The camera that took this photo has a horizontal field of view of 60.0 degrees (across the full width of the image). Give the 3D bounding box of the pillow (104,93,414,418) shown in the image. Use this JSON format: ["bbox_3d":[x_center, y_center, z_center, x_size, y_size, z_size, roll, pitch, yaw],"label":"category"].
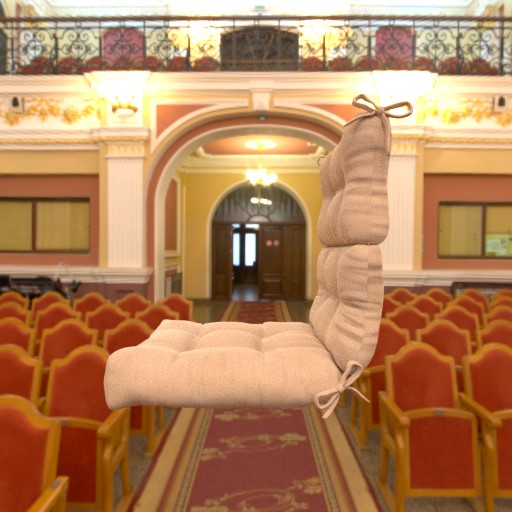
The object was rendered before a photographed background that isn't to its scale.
[{"bbox_3d":[0.000,0.000,1.033,0.571,0.605,0.519,0,1,1],"label":"pillow"}]
